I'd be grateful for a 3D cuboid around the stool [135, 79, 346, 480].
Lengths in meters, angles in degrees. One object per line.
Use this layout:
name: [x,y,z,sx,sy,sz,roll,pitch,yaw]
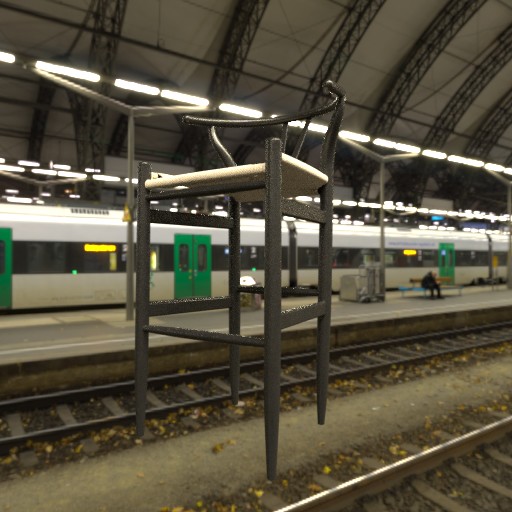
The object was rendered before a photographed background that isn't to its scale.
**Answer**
stool: [0.000,0.000,1.422,0.569,1.072,0.579,0,-1,34]
